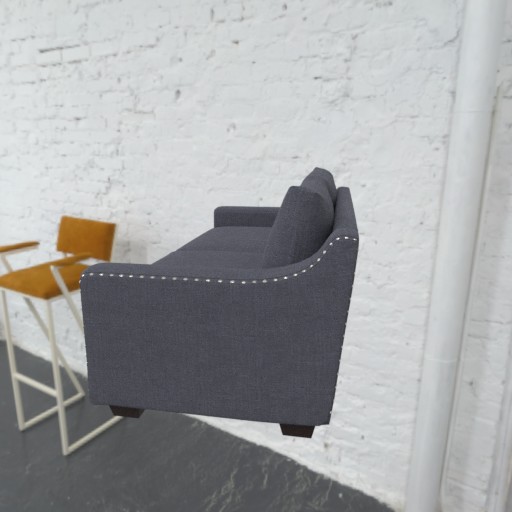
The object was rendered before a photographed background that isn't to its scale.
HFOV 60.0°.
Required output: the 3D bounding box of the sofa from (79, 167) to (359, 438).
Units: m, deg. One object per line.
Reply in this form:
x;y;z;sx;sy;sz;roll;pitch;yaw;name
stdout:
0.000;0.000;3.223;1.336;1.196;2.550;3;14;10;sofa
